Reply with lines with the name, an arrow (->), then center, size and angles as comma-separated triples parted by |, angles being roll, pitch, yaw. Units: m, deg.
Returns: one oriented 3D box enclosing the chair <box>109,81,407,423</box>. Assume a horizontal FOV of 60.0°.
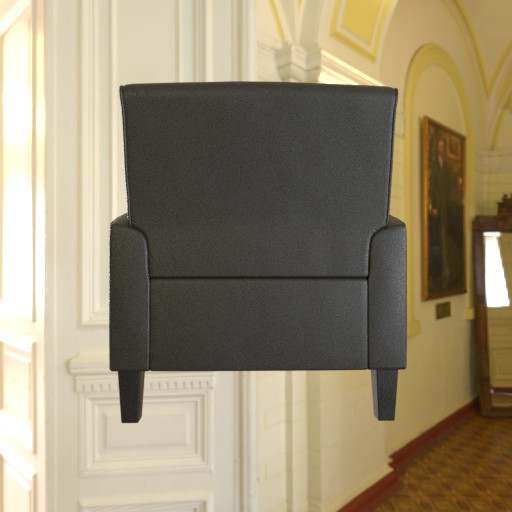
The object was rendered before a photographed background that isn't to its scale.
chair -> 0.000, 0.000, 1.552 | 0.820, 0.916, 0.819 | 0, -1, -1
